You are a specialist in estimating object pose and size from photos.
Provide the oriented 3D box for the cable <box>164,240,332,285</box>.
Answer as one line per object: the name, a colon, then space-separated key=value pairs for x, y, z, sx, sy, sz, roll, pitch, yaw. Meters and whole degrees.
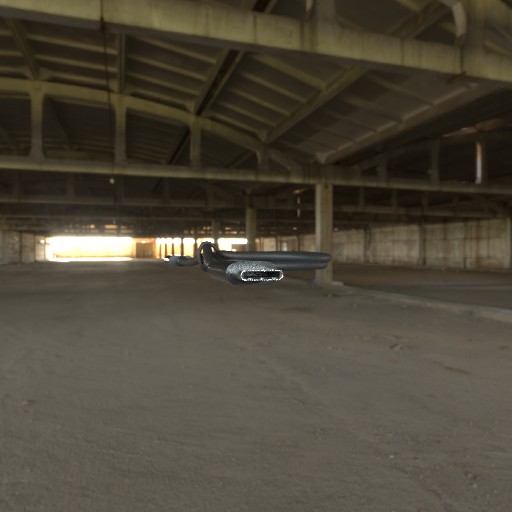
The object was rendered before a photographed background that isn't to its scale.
cable: x=0.000 y=0.000 z=0.207 sx=0.070 sy=0.014 sz=0.186 roll=0 pitch=1 yaw=-18
